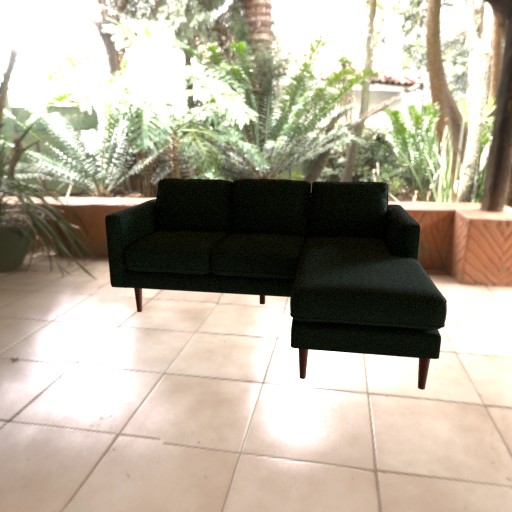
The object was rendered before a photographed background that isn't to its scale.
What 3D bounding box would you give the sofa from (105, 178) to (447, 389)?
[{"bbox_3d":[0.000,0.000,2.899,2.030,0.899,1.580,2,15,9],"label":"sofa"}]
